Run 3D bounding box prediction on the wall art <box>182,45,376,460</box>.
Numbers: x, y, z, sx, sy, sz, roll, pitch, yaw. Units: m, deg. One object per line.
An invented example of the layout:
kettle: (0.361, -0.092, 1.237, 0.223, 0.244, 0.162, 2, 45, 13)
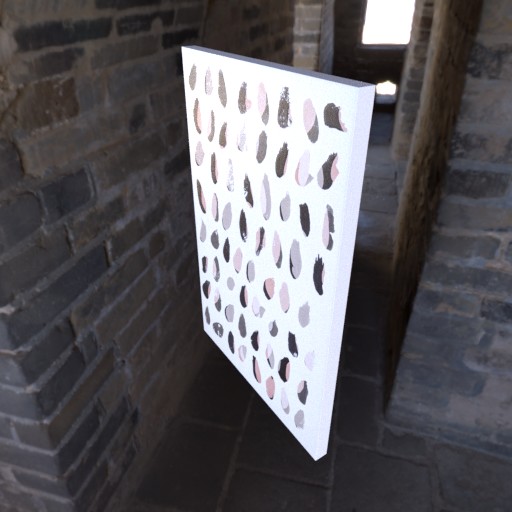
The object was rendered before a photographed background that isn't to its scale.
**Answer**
wall art: (0.000, 0.000, 0.748, 0.025, 0.608, 0.405, -19, 36, -28)
